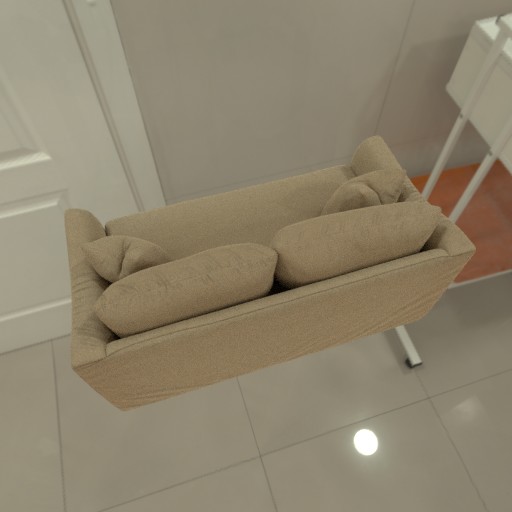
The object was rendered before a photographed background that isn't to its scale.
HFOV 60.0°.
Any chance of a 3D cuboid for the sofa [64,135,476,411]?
[{"bbox_3d":[0.000,0.000,2.607,2.010,1.018,1.072,-15,59,-9],"label":"sofa"}]
